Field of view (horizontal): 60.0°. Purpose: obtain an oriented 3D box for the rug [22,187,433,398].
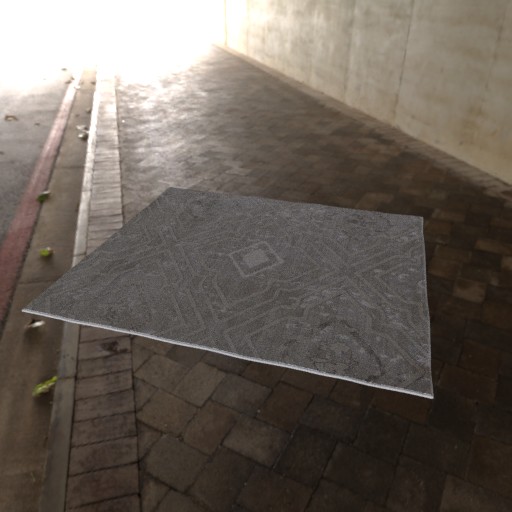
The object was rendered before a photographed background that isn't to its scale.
[{"bbox_3d":[0.000,0.000,0.870,0.639,0.006,0.548,9,32,14],"label":"rug"}]
